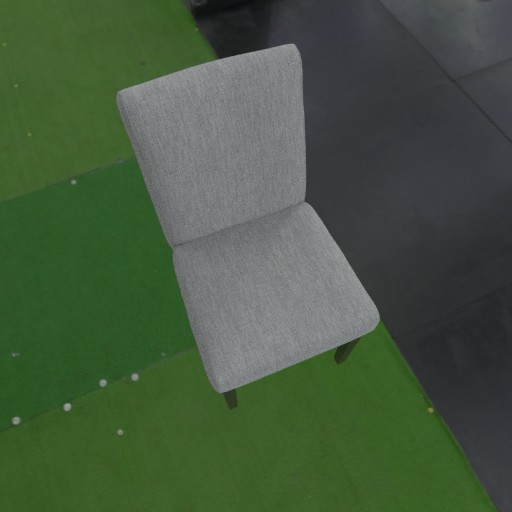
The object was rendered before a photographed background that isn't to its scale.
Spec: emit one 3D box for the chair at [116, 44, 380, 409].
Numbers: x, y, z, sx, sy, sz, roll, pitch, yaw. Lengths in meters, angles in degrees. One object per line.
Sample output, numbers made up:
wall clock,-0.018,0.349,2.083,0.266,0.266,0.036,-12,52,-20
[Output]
chair,0.000,0.000,1.279,0.487,0.884,0.629,-20,65,-10
